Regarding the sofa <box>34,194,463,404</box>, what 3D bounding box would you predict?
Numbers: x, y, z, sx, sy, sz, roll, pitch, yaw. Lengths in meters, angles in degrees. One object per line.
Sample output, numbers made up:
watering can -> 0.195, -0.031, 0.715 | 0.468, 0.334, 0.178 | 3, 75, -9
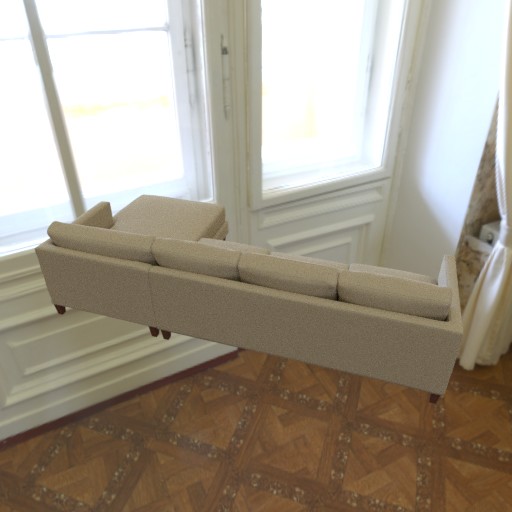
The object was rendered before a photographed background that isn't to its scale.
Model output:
sofa -> 0.000, 0.000, 3.862 | 3.186, 0.861, 1.625 | 10, 34, 15
